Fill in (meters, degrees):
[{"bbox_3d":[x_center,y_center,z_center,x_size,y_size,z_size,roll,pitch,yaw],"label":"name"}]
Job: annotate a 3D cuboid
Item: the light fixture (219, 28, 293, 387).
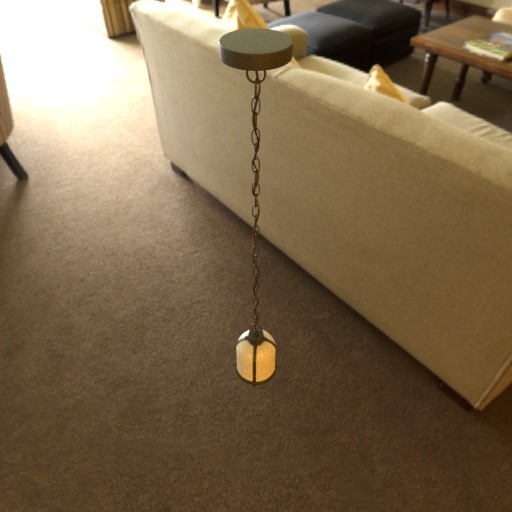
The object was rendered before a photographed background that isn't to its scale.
[{"bbox_3d":[0.000,0.000,1.280,0.178,1.181,0.178,3,44,3],"label":"light fixture"}]
